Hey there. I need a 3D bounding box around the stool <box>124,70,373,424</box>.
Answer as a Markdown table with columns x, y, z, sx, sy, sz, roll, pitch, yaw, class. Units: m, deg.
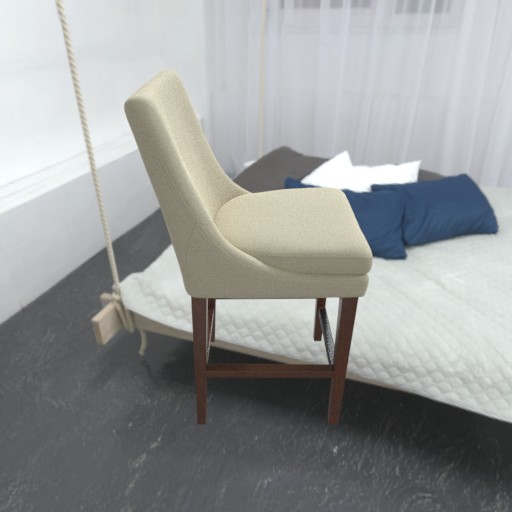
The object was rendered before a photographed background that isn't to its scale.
| x | y | z | sx | sy | sz | roll | pitch | yaw | class |
| --- | --- | --- | --- | --- | --- | --- | --- | --- | --- |
| 0.000 | 0.000 | 1.319 | 0.577 | 0.981 | 0.470 | 0 | 30 | 0 | stool |
